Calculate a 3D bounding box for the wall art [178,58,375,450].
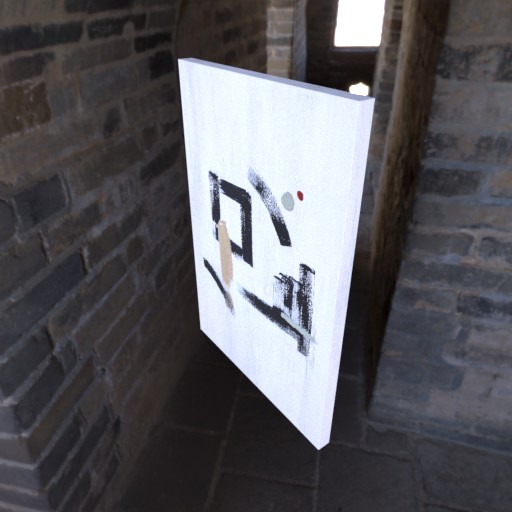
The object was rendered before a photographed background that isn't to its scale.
[{"bbox_3d":[0.000,0.000,1.190,0.043,0.914,0.624,-21,37,-31],"label":"wall art"}]
